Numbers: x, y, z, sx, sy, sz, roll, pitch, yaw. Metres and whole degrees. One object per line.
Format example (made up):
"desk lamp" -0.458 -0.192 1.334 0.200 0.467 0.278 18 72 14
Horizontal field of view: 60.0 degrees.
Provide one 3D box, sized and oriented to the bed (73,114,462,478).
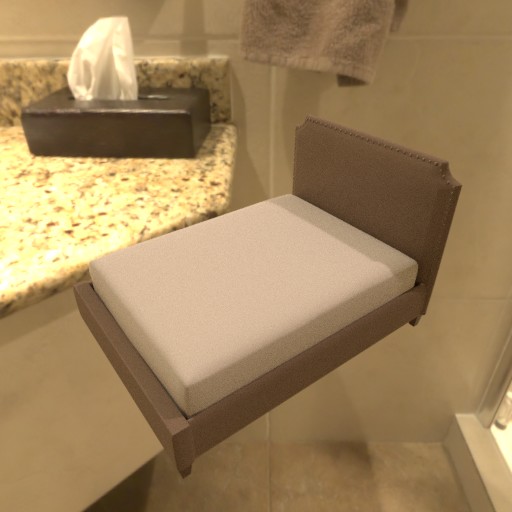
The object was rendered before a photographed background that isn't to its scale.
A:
"bed" 0.000 0.000 3.381 2.372 1.443 1.713 -22 39 -30
